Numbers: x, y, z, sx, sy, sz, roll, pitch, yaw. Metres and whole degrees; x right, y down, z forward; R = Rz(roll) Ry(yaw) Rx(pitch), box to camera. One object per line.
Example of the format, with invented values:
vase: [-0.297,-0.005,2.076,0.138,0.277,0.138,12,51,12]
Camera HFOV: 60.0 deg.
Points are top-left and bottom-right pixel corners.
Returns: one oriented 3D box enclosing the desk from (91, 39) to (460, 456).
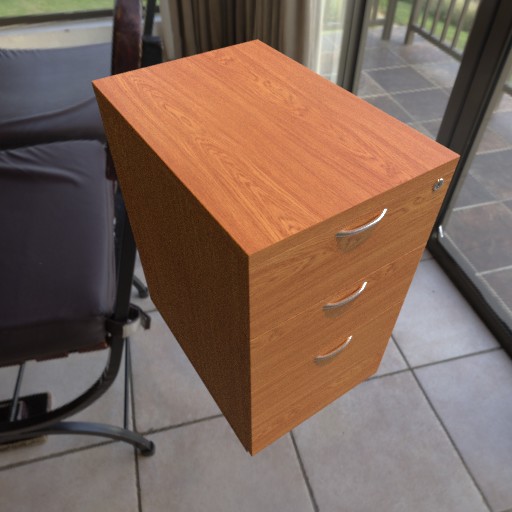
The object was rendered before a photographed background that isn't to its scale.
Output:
desk: [0.000,0.000,1.062,0.404,0.730,0.600,-25,51,-22]
